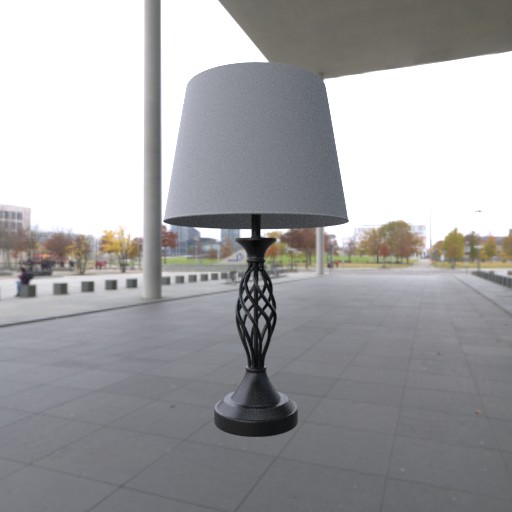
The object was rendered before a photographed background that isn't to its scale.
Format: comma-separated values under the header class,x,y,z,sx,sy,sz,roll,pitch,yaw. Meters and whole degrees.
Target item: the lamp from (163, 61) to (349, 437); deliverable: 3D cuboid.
class,x,y,z,sx,sy,sz,roll,pitch,yaw
lamp,0.000,0.000,0.803,0.331,0.594,0.331,0,0,0
